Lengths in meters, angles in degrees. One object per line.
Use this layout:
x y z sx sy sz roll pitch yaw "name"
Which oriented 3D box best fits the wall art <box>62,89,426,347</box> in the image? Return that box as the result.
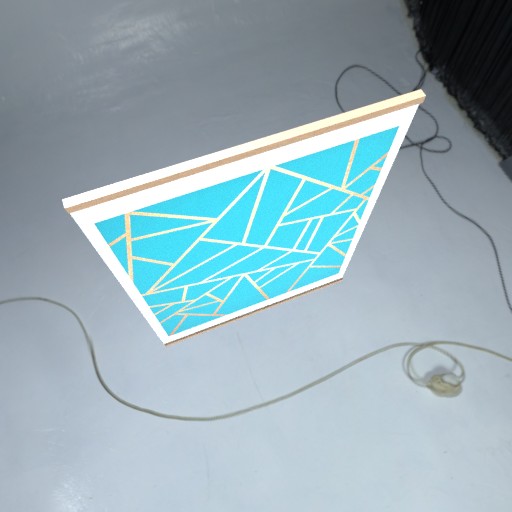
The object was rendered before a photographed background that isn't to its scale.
0.000 0.000 0.801 0.459 0.608 0.012 -19 66 -9 "wall art"
